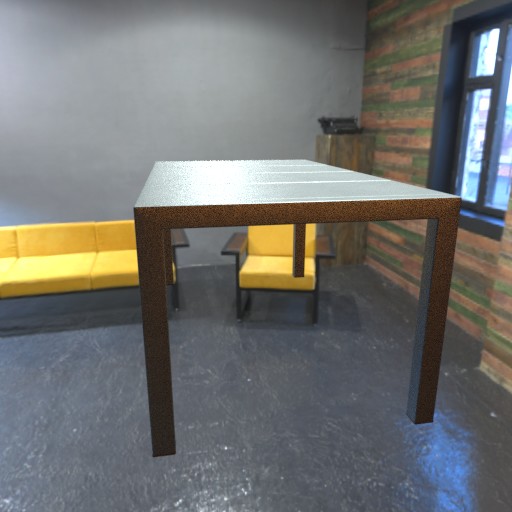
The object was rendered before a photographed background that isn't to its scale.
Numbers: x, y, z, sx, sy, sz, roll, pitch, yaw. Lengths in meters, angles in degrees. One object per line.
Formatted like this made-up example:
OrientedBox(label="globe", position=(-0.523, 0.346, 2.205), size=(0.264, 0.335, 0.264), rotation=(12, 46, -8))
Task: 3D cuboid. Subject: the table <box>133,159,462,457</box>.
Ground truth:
OrientedBox(label="table", position=(0.000, 0.000, 1.244), size=(0.559, 0.460, 0.965), rotation=(-3, 16, -10))
